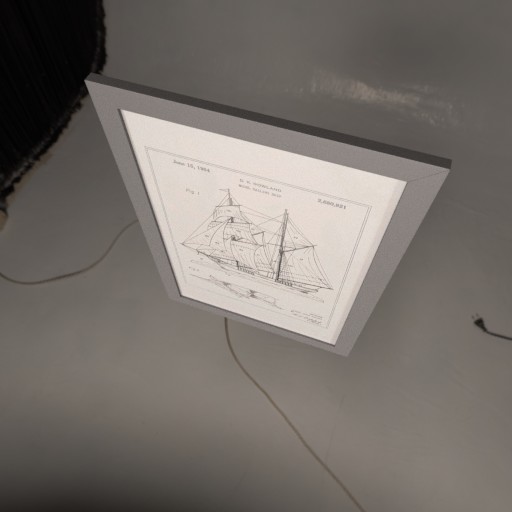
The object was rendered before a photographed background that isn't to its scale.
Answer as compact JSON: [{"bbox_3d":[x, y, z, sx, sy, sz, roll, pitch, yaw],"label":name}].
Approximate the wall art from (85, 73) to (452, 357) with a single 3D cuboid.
[{"bbox_3d":[0.000,0.000,0.667,0.380,0.534,0.013,17,60,10],"label":"wall art"}]
